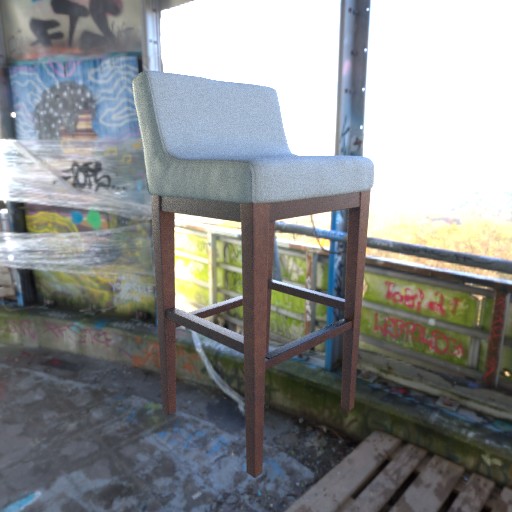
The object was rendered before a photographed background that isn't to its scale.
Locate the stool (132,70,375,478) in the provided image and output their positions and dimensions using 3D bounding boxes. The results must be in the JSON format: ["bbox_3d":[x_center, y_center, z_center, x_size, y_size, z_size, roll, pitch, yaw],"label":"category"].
[{"bbox_3d":[0.000,0.000,1.333,0.511,1.037,0.500,-13,19,-43],"label":"stool"}]
